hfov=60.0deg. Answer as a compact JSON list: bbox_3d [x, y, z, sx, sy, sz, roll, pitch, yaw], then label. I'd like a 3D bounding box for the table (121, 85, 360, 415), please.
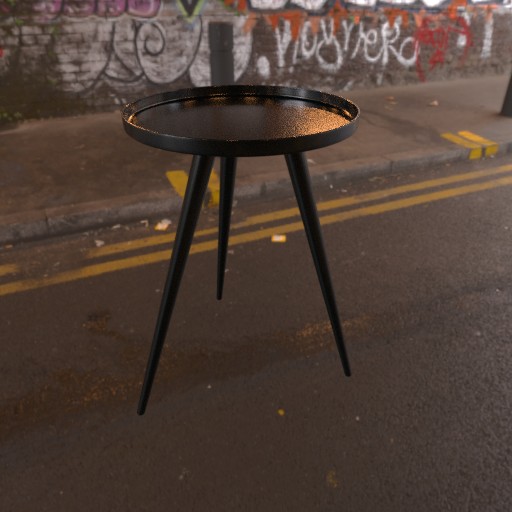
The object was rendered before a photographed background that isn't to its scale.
[{"bbox_3d":[0.000,0.000,0.839,0.415,0.548,0.403,8,32,14],"label":"table"}]
